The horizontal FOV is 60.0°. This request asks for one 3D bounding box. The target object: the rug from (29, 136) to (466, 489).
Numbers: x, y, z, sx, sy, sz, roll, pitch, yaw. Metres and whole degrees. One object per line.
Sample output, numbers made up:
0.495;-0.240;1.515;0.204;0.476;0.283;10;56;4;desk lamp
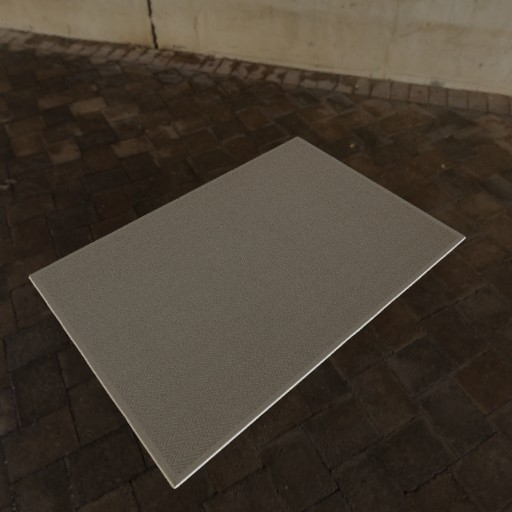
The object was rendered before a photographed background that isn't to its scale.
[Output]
0.000;0.000;2.730;2.244;0.017;1.532;-33;56;-26;rug
